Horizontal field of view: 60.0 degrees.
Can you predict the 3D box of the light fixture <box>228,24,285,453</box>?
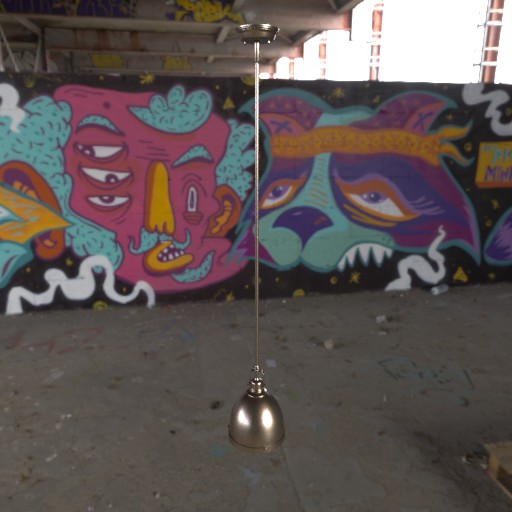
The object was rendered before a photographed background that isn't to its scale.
[{"bbox_3d":[0.000,0.000,1.470,0.217,1.367,0.211,3,15,10],"label":"light fixture"}]
